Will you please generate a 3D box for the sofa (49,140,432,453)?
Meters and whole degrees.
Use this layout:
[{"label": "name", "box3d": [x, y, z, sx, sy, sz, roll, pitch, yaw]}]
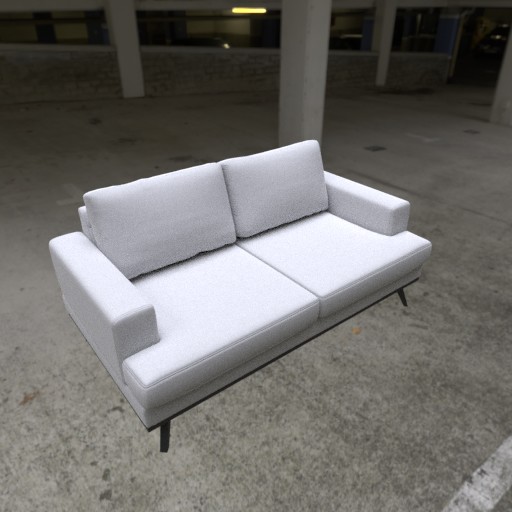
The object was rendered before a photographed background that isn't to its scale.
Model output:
[{"label": "sofa", "box3d": [0.000, 0.000, 2.174, 1.650, 0.810, 0.920, -21, 36, -32]}]
